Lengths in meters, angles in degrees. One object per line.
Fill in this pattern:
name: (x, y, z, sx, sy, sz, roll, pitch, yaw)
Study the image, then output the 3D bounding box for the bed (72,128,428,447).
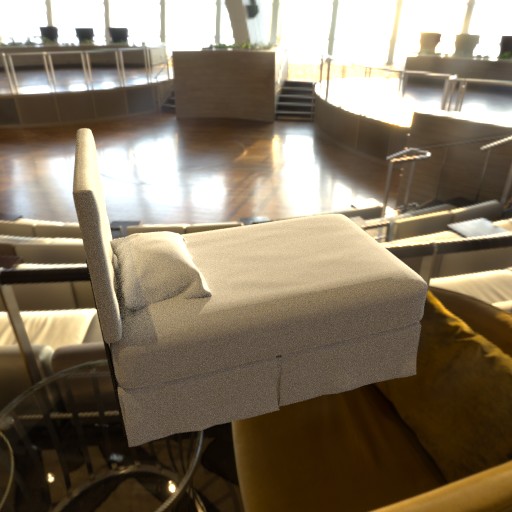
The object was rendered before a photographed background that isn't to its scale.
bed: (0.000, 0.000, 2.937, 1.997, 1.571, 1.261, -9, 31, -16)
